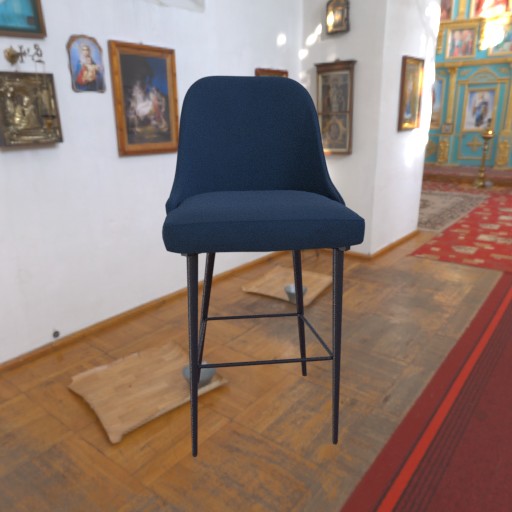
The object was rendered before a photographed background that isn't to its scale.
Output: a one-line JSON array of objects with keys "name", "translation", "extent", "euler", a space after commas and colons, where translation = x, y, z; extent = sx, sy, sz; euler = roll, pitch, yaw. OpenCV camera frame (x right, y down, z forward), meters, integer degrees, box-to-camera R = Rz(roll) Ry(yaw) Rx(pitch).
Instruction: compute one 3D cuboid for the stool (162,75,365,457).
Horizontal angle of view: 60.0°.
[{"name": "stool", "translation": [0.000, 0.000, 1.366], "extent": [0.527, 1.079, 0.489], "euler": [-2, 17, -7]}]
